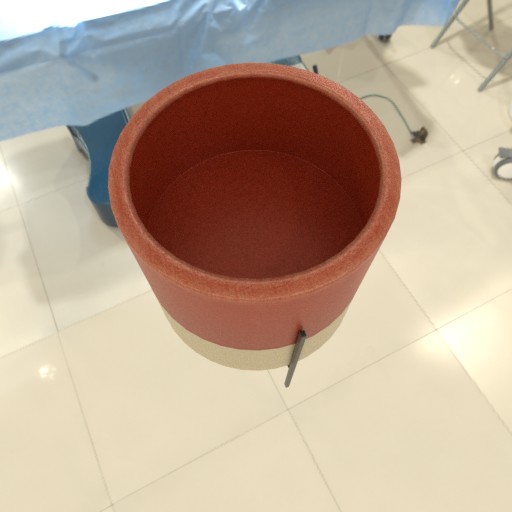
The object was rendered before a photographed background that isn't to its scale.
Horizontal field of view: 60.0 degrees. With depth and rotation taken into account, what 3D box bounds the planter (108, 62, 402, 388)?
[{"bbox_3d":[0.000,0.000,0.722,0.345,0.465,0.354,-18,65,-9],"label":"planter"}]
